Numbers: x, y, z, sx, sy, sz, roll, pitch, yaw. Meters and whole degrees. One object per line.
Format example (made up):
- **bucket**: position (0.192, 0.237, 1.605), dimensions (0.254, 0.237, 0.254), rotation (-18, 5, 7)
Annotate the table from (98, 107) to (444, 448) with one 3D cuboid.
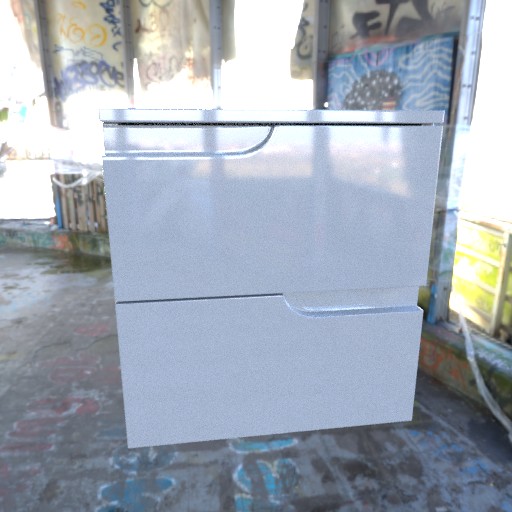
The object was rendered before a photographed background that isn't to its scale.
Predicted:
- **table**: position (0.000, 0.000, 0.780), dimensions (0.420, 0.470, 0.400), rotation (-2, 15, -8)
